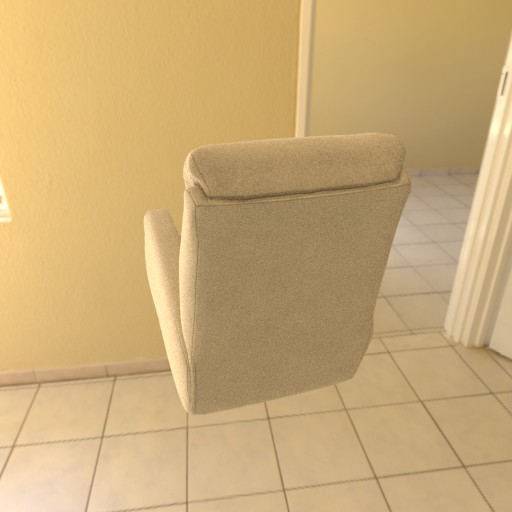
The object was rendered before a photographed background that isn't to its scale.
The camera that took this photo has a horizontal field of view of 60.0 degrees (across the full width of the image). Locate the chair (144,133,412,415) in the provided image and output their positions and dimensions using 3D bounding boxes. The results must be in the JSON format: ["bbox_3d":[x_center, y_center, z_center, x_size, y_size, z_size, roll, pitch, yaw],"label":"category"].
[{"bbox_3d":[0.000,0.000,1.691,0.794,1.021,0.940,-8,28,-16],"label":"chair"}]
